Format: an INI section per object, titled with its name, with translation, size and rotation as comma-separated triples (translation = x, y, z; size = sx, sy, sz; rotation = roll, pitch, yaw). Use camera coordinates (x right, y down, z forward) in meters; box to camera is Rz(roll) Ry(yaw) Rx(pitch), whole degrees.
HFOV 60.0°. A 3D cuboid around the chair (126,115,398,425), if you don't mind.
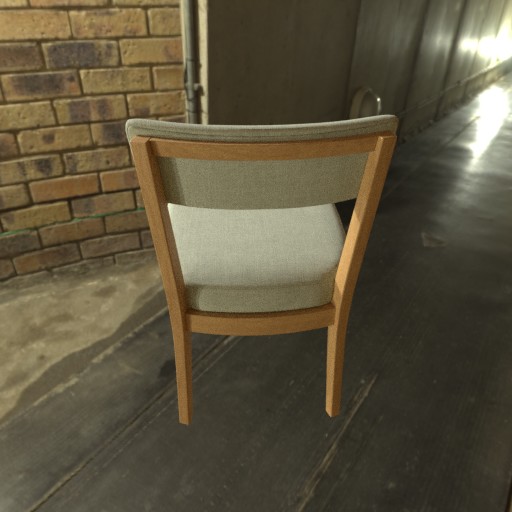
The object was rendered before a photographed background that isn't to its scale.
[chair]
translation = 0.000, 0.000, 1.175
size = 0.508, 0.832, 0.572
rotation = -2, 31, -3
